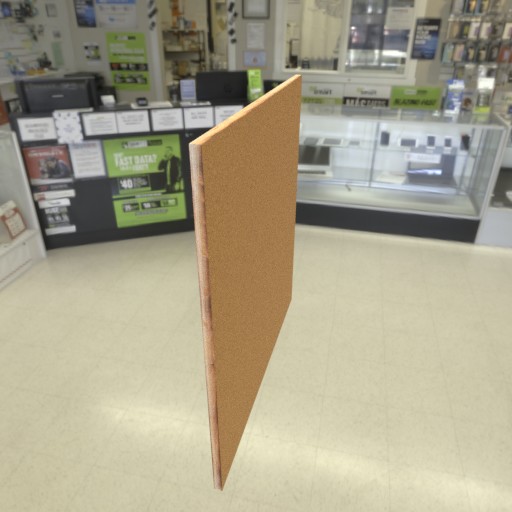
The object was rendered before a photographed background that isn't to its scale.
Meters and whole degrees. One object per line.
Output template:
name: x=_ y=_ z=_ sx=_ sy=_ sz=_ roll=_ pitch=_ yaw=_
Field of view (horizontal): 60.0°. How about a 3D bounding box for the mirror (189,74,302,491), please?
mirror: x=0.000 y=0.000 z=1.175 sx=0.061 sy=0.804 sz=0.804 roll=8 pitch=30 yaw=13
